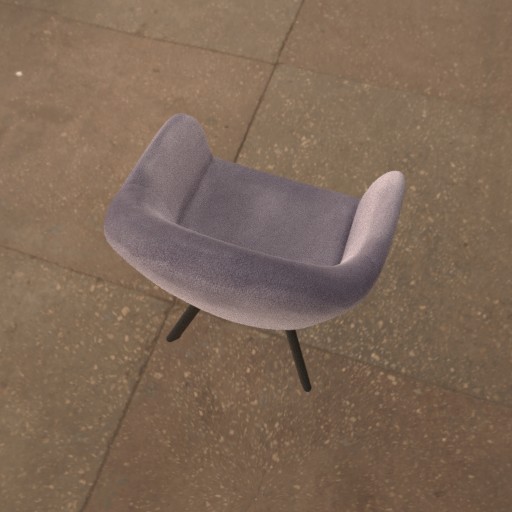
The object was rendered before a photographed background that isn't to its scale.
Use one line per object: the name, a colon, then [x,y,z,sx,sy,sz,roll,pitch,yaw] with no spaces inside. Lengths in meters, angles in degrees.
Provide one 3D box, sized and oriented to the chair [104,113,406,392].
chair: [0.000,0.000,1.103,0.570,0.780,0.540,18,63,9]
